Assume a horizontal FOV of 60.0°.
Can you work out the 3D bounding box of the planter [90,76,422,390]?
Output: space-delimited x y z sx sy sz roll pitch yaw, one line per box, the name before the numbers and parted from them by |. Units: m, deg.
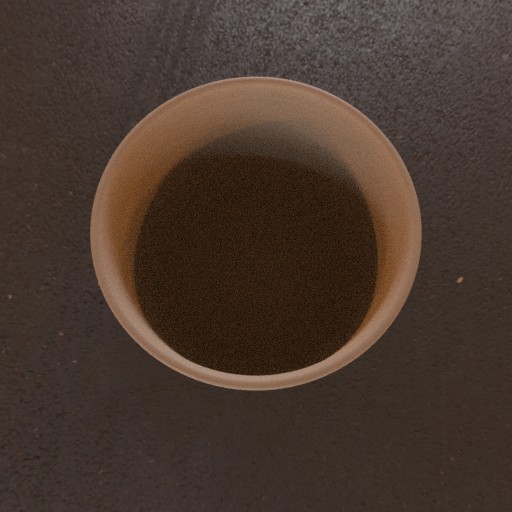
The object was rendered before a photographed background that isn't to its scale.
planter | 0.000 0.000 0.217 0.124 0.109 0.124 0 75 0
